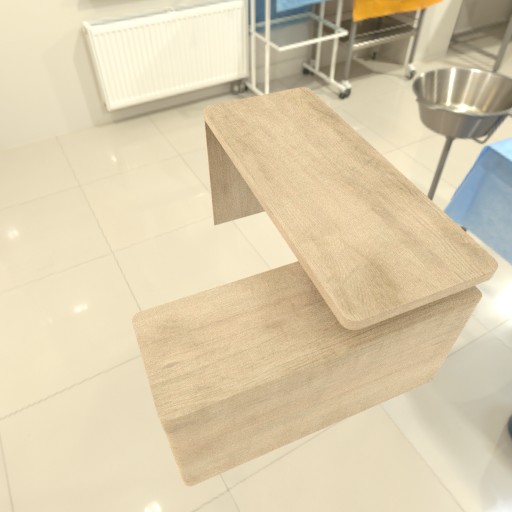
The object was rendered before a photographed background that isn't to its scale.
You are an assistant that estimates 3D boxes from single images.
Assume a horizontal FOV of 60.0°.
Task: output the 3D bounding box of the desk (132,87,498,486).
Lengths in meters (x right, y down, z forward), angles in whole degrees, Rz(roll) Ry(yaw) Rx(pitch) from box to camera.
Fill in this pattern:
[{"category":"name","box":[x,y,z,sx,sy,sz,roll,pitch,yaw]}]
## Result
[{"category":"desk","box":[0.000,0.000,2.016,1.175,0.770,1.400,-17,49,-16]}]
